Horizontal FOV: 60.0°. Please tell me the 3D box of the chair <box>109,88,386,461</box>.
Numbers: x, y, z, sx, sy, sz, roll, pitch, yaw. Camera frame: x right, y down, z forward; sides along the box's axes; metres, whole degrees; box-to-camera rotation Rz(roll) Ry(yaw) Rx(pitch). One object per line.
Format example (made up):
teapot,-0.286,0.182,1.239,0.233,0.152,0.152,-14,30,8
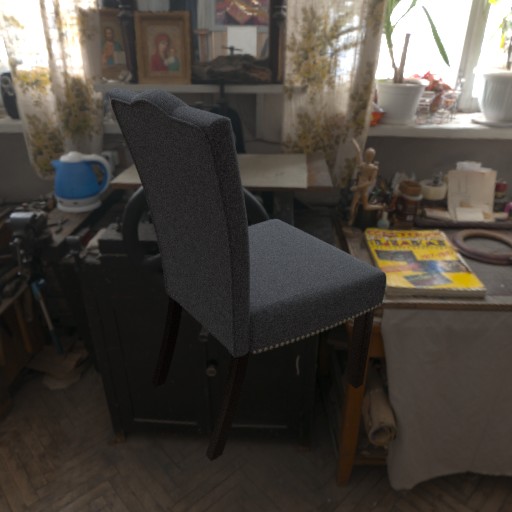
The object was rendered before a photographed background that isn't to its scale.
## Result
chair,0.000,0.000,1.281,0.589,0.946,0.518,-19,34,-32
